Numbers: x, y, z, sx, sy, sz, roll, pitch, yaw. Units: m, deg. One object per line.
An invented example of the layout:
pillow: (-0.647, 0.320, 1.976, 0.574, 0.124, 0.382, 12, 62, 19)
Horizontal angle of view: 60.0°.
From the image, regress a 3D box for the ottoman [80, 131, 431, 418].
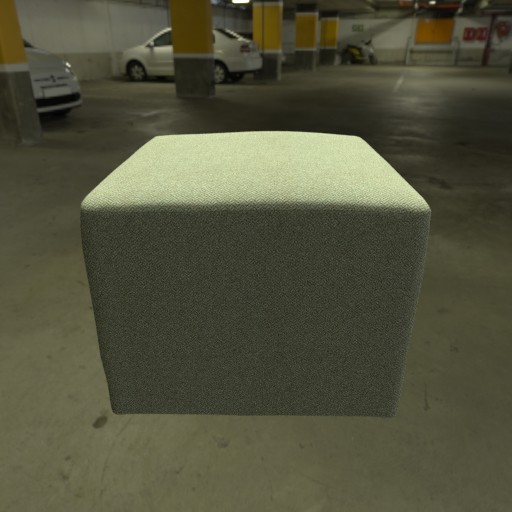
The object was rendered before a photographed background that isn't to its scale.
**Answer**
ottoman: (0.000, 0.000, 0.923, 0.512, 0.453, 0.521, 0, 26, 1)
